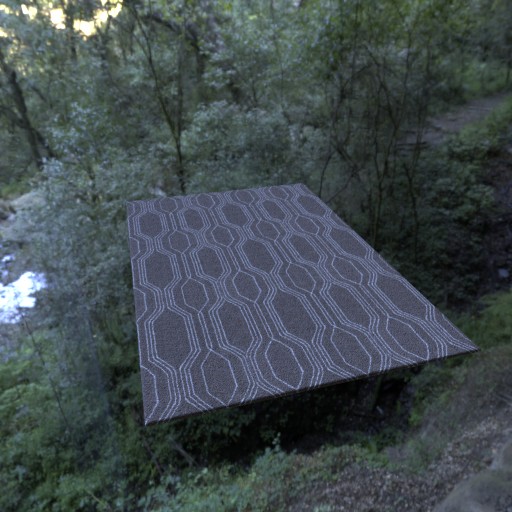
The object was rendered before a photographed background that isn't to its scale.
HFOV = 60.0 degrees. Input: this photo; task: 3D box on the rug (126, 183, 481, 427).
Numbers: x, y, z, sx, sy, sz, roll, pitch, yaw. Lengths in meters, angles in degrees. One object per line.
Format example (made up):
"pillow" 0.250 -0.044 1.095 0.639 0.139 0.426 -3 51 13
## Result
"rug" 0.000 0.000 2.279 1.239 0.012 1.836 -8 31 -14
